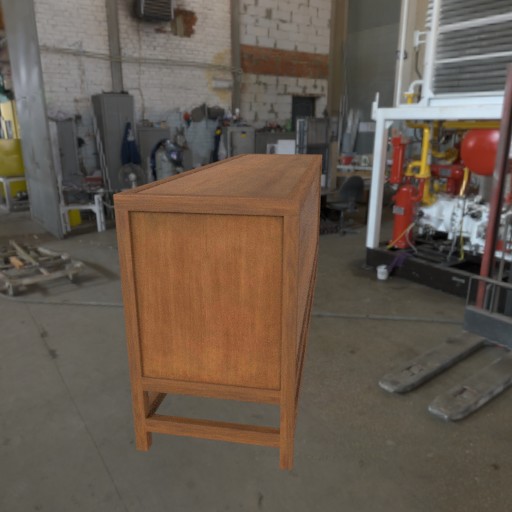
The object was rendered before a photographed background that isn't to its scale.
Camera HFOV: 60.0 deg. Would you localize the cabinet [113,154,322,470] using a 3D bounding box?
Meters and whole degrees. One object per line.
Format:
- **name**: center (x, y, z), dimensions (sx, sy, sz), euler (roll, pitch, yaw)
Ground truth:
- **cabinet**: center (0.000, 0.000, 2.068), dimensions (0.522, 0.820, 1.708), euler (3, 17, 10)
